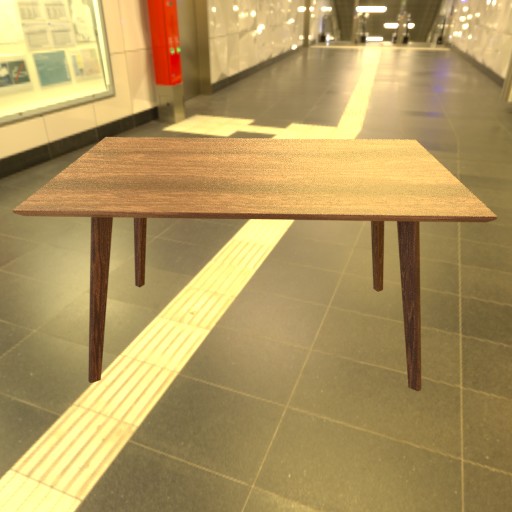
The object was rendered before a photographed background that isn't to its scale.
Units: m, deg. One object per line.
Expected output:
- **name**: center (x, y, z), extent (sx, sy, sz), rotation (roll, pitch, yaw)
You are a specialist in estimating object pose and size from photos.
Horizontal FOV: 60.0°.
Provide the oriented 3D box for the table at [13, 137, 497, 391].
- **table**: center (0.000, 0.000, 1.758), extent (1.349, 0.724, 0.801), rotation (1, 29, 2)
